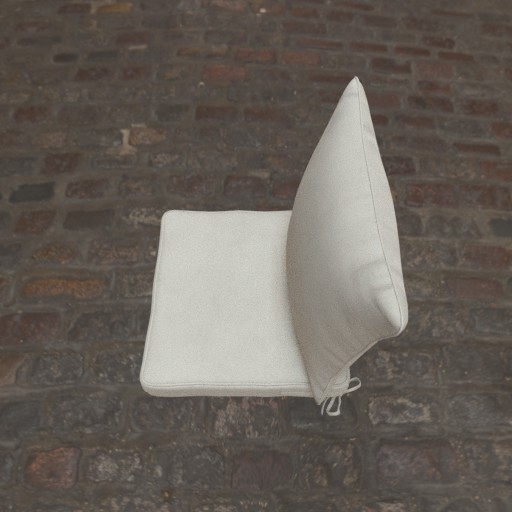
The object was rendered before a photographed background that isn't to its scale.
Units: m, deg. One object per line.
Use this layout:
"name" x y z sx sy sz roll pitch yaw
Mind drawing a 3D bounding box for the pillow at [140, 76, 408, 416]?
"pillow" 0.000 0.000 1.344 0.733 0.716 0.798 0 59 0
